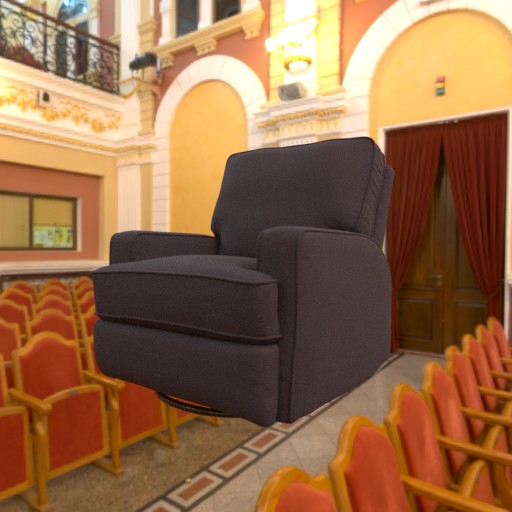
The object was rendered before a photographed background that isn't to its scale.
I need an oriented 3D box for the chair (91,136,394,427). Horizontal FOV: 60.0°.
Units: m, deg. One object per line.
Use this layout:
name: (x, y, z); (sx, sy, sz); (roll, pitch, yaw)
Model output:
chair: (0.000, 0.000, 1.706); (0.861, 0.962, 0.964); (1, 2, 37)
